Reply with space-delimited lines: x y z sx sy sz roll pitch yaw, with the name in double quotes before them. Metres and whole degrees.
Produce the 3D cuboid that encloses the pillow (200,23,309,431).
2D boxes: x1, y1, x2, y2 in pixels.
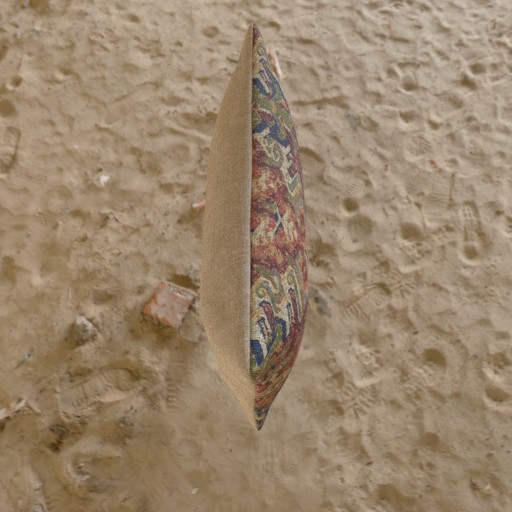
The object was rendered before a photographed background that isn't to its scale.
"pillow" 0.000 0.000 0.767 0.166 0.506 0.523 0 64 0
